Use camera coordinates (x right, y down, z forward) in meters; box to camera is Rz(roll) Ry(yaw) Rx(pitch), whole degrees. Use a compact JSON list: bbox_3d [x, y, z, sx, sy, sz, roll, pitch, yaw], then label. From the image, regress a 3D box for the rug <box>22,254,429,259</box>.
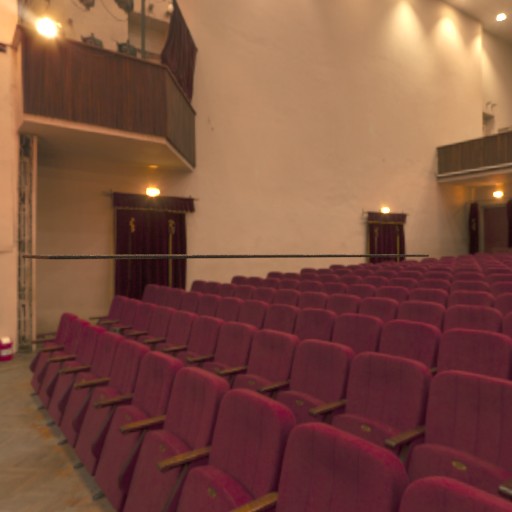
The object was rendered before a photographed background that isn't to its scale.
[{"bbox_3d":[0.000,0.000,2.506,2.276,0.014,0.678,0,0,-35],"label":"rug"}]
